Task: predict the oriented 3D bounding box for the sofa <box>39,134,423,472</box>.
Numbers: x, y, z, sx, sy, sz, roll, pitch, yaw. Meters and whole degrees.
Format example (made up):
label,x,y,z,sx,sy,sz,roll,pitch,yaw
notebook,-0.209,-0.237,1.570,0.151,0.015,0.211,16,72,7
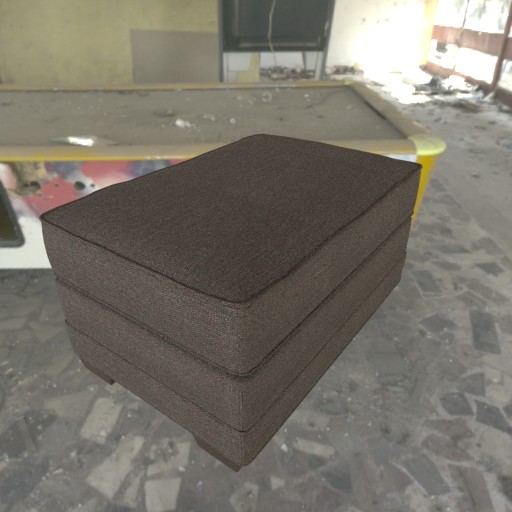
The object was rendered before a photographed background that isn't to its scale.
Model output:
label,x,y,z,sx,sy,sz,roll,pitch,yaw
sofa,0.000,0.000,1.196,0.578,0.457,0.854,20,36,31
